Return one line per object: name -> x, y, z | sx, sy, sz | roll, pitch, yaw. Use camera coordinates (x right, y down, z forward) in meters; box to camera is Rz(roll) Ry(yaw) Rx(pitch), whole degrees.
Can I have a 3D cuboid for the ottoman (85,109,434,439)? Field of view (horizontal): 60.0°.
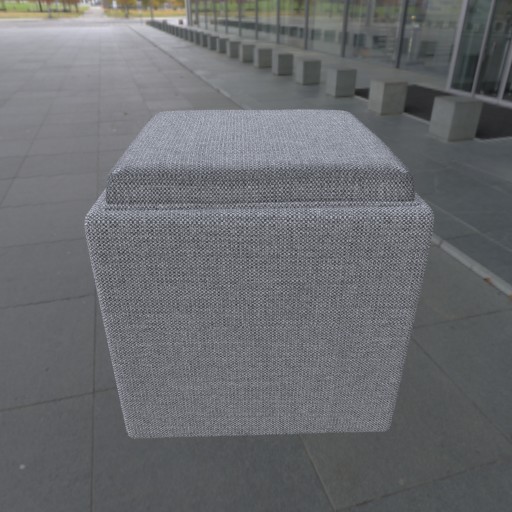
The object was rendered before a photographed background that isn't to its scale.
ottoman -> 0.000, 0.000, 0.832 | 0.454, 0.487, 0.436 | -1, 29, -2
